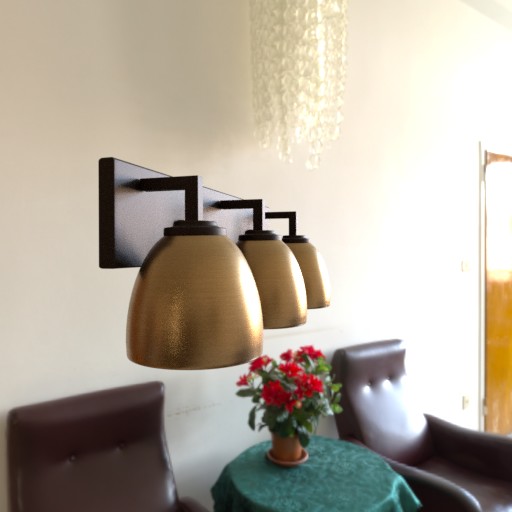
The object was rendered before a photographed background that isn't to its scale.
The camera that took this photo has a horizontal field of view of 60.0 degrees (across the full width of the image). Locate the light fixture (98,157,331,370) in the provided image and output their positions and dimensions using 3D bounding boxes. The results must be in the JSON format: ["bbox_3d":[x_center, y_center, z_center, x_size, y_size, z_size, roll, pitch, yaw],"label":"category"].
[{"bbox_3d":[0.000,0.000,0.682,0.157,0.204,0.582,0,1,19],"label":"light fixture"}]
